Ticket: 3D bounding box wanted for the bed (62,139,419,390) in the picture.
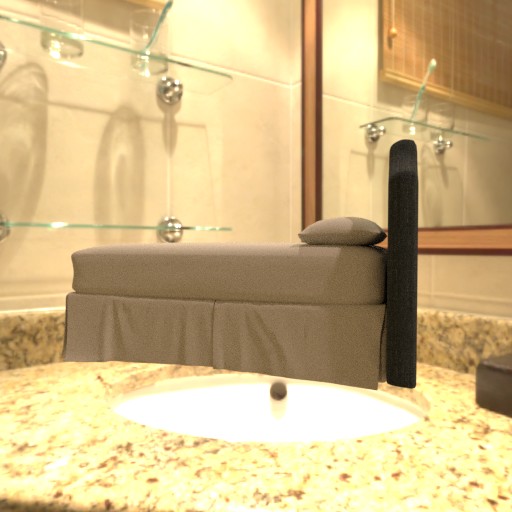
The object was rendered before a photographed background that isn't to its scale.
[{"bbox_3d":[0.000,0.000,3.318,2.208,1.297,1.828,1,2,18],"label":"bed"}]
